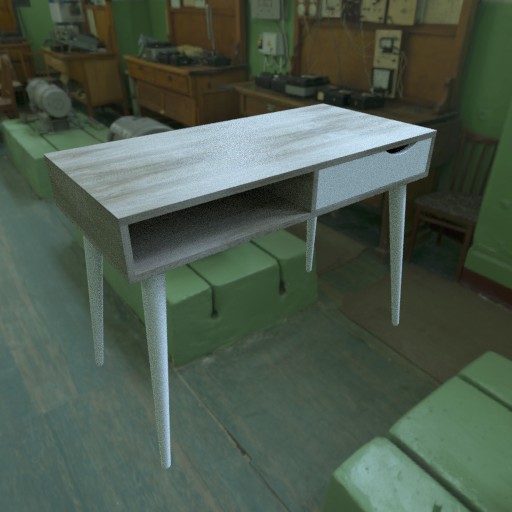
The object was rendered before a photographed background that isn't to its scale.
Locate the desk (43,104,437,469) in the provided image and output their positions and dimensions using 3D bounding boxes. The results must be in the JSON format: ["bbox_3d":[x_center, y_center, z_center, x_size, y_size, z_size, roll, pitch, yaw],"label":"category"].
[{"bbox_3d":[0.000,0.000,1.387,0.979,0.723,0.491,-21,37,-32],"label":"desk"}]
